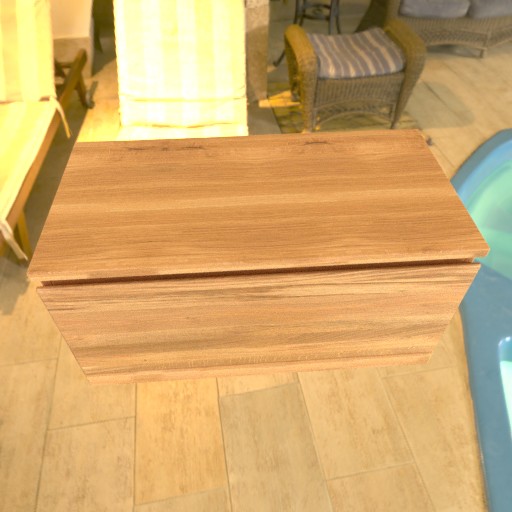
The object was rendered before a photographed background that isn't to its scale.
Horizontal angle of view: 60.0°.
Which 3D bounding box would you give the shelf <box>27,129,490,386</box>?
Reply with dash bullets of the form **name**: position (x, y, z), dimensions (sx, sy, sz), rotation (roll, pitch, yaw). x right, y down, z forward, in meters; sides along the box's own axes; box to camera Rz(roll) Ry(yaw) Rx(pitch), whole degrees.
- **shelf**: position (0.000, 0.000, 1.042), dimensions (0.800, 0.400, 0.400), rotation (-3, 47, -3)
